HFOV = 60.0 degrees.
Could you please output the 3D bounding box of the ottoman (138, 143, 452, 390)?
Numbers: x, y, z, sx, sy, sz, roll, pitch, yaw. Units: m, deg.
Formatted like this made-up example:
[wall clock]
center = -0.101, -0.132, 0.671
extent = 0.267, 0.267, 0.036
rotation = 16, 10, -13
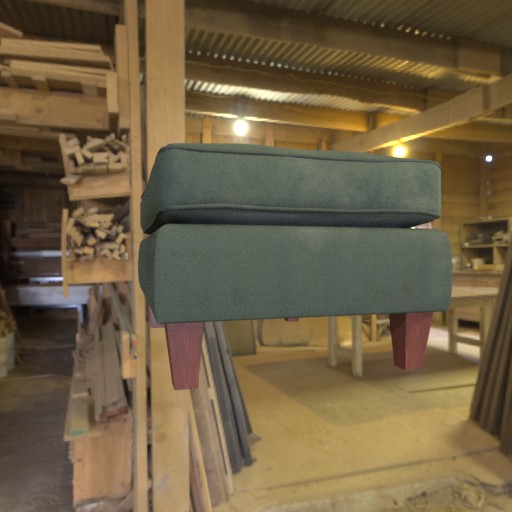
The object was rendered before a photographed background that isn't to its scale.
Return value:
[ottoman]
center = 0.000, 0.000, 1.266
extent = 0.632, 0.495, 0.864
rotation = 0, 0, -17
